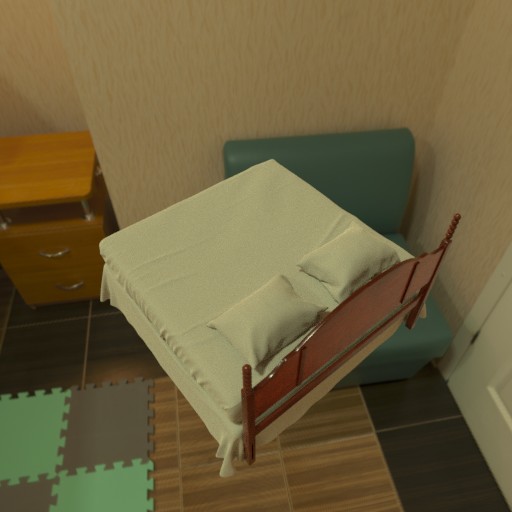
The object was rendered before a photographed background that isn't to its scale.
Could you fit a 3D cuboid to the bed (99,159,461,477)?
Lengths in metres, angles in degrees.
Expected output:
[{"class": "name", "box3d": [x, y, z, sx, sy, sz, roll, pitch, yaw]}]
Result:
[{"class": "bed", "box3d": [0.000, 0.000, 3.718, 2.322, 1.355, 2.219, -30, 54, -26]}]
